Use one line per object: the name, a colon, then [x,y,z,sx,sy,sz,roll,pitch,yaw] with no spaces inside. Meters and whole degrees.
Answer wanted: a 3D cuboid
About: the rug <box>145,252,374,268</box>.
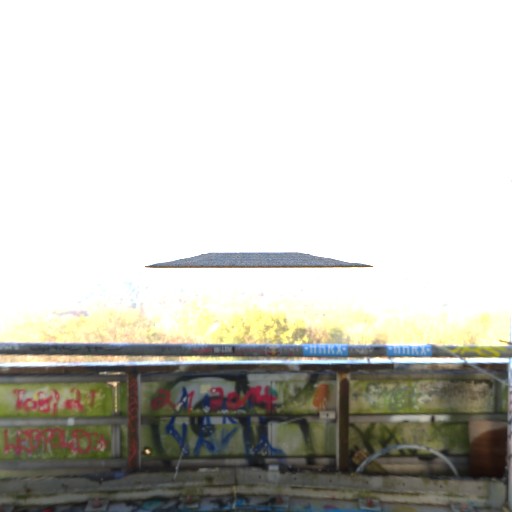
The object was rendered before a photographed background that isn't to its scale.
rug: [0.000,0.000,2.501,0.704,0.014,2.294,0,2,-1]
